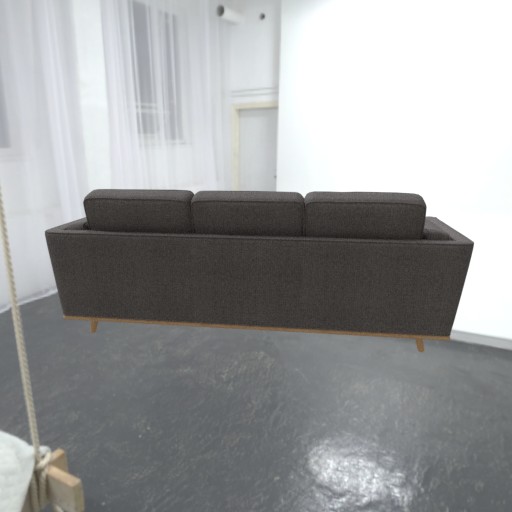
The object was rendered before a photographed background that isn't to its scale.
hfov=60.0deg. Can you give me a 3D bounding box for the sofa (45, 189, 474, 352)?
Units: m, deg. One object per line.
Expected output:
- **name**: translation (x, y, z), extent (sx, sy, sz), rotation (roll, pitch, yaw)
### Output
- **sofa**: translation (0.000, 0.000, 2.835), extent (2.362, 0.899, 0.903), rotation (2, 15, 7)
